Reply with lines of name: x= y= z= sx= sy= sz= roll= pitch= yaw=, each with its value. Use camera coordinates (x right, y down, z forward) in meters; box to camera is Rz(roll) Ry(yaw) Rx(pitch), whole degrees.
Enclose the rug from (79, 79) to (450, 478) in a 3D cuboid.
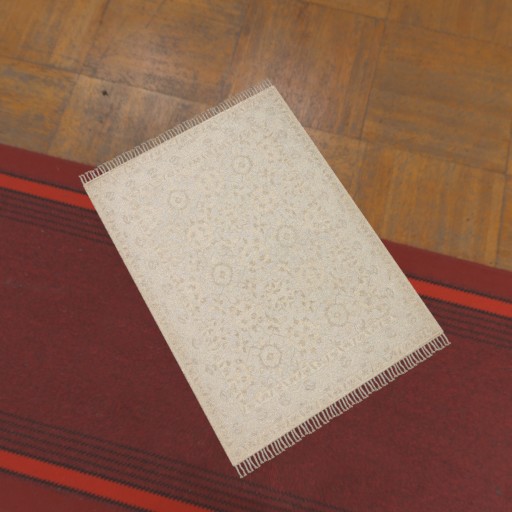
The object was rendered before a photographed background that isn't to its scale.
rug: x=0.000 y=0.000 z=2.331 sx=1.223 sy=0.015 sz=1.771 roll=-30 pitch=78 yaw=-7
